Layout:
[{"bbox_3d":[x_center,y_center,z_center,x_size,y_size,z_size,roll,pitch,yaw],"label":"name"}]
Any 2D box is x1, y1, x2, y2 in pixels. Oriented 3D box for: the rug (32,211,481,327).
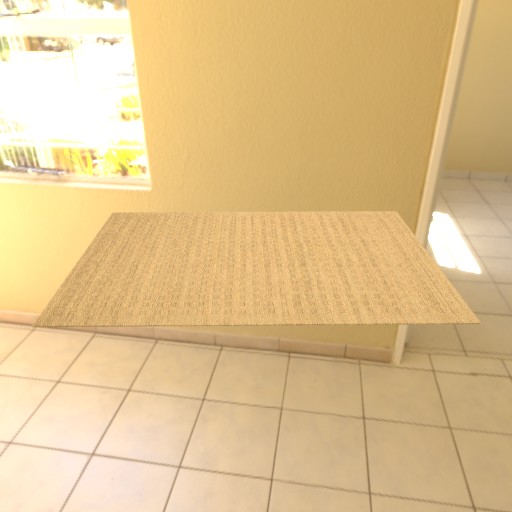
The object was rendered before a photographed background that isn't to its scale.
[{"bbox_3d":[0.000,0.000,2.233,1.752,0.006,1.142,0,28,-1],"label":"rug"}]
